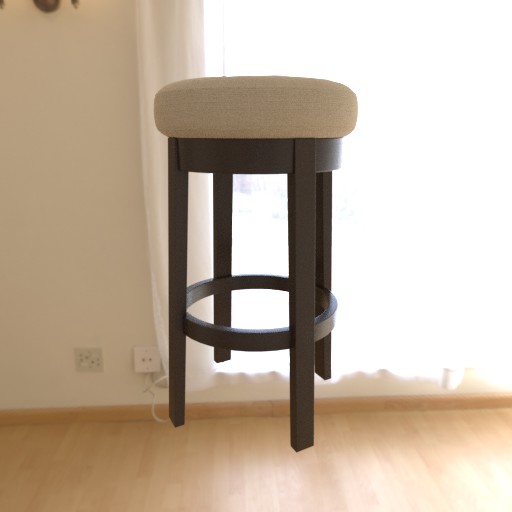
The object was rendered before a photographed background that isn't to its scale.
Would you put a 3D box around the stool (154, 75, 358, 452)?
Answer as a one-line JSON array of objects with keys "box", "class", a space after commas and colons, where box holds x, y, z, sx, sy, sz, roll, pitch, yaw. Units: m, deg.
[{"box": [0.000, 0.000, 1.035, 0.446, 0.758, 0.446, 0, 16, 0], "class": "stool"}]
